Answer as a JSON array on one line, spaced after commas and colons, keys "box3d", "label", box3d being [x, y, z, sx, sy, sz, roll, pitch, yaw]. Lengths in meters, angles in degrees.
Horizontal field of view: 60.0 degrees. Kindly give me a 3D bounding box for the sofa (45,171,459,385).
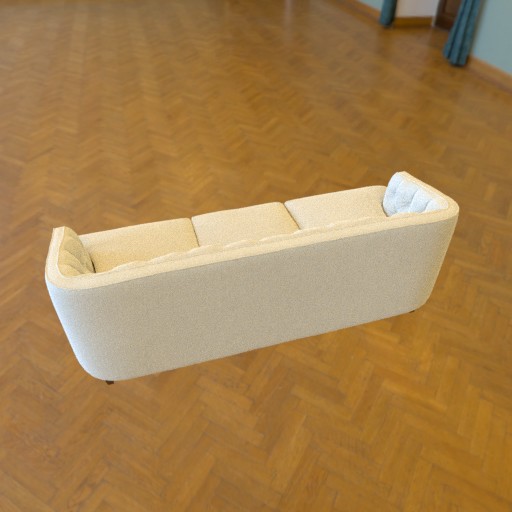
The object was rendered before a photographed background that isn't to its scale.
[{"box3d": [0.000, 0.000, 2.726, 2.278, 0.855, 0.941, -11, 42, -12], "label": "sofa"}]
